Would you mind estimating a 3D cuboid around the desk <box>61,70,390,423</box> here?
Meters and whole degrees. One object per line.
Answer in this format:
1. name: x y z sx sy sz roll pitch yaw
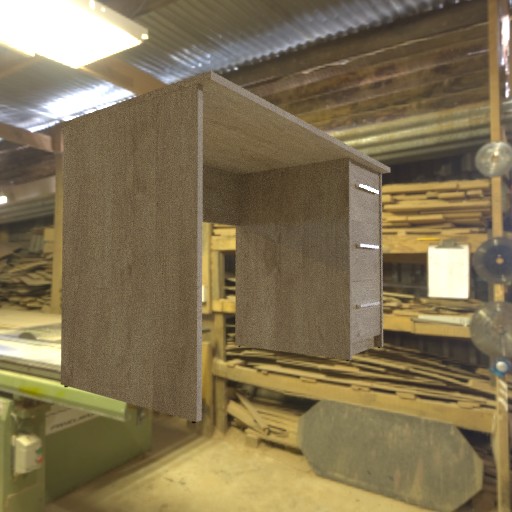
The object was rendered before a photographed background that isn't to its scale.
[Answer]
1. desk: 0.000 0.000 1.517 0.560 0.735 1.097 -1 -2 36
